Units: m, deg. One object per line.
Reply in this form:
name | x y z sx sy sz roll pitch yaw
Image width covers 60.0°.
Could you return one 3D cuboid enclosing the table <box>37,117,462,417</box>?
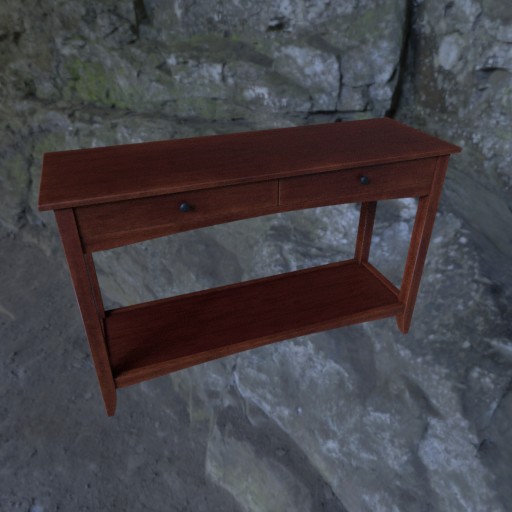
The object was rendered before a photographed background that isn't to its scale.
table | 0.000 0.000 1.513 1.188 0.739 0.392 -11 33 -17
